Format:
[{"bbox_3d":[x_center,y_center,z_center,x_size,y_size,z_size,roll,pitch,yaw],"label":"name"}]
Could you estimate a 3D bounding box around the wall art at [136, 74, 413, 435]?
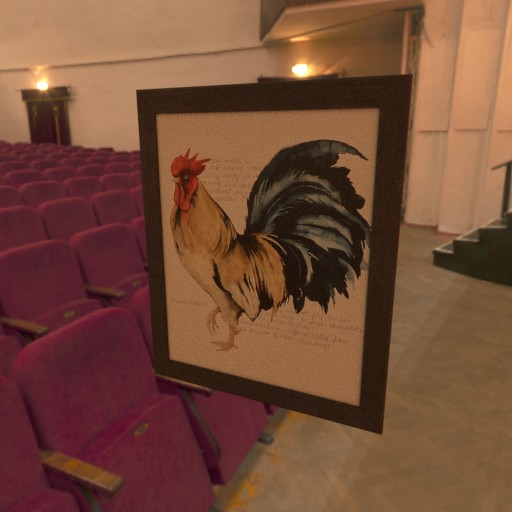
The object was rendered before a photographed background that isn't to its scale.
[{"bbox_3d":[0.000,0.000,0.780,0.476,0.570,0.013,7,16,24],"label":"wall art"}]
